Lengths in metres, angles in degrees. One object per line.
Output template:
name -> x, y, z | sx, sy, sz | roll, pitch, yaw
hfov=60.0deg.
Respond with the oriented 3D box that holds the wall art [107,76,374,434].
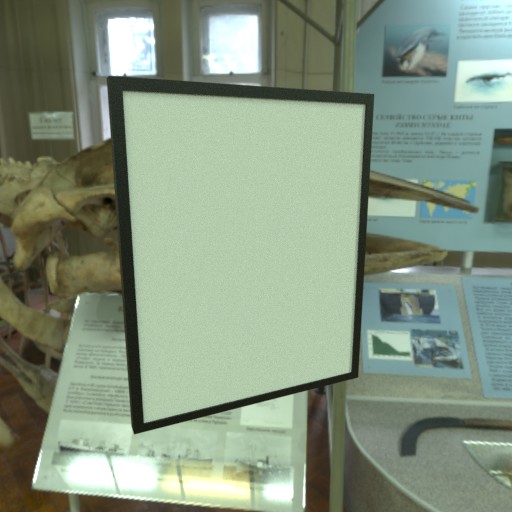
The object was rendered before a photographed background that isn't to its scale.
wall art -> 0.000, 0.000, 0.552 | 0.325, 0.397, 0.018 | -6, 14, -24
